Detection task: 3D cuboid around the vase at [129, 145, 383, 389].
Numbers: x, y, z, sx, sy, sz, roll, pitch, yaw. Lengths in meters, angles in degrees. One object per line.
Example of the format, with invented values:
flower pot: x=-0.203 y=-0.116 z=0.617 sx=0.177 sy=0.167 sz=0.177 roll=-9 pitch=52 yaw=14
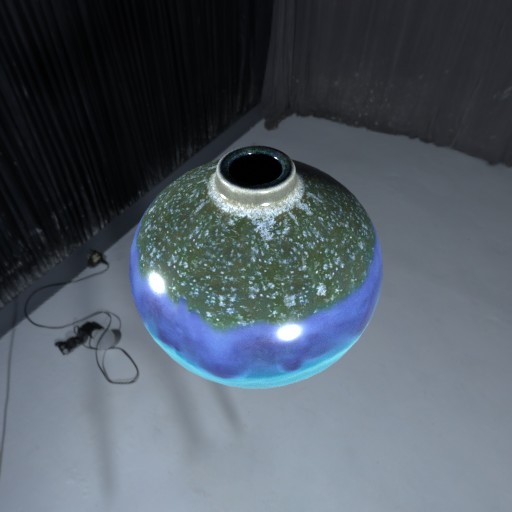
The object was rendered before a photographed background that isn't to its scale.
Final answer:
vase: x=0.000 y=0.000 z=0.273 sx=0.154 sy=0.133 sz=0.154 roll=0 pitch=47 yaw=0
